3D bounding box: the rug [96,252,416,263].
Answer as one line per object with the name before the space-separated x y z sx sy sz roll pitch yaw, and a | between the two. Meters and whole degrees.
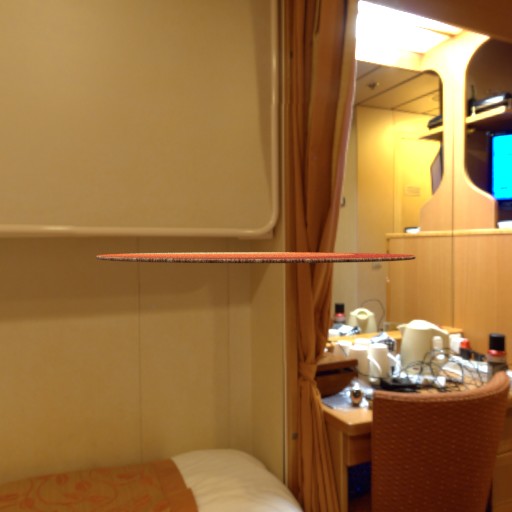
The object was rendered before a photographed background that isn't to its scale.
rug | 0.000 0.000 2.233 1.514 0.015 1.514 0 1 0
